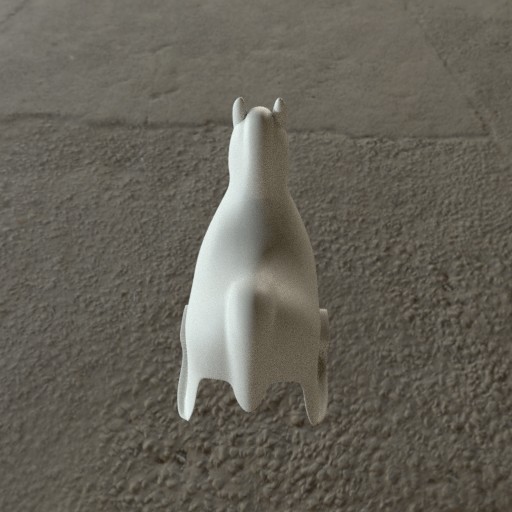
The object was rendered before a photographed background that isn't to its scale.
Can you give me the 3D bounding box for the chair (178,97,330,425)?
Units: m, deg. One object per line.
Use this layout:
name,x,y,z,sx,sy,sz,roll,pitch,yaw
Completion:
chair,0.000,0.000,1.175,0.429,0.612,0.800,2,47,1
